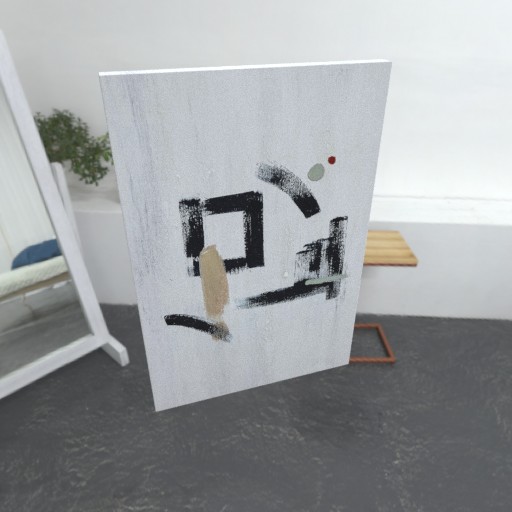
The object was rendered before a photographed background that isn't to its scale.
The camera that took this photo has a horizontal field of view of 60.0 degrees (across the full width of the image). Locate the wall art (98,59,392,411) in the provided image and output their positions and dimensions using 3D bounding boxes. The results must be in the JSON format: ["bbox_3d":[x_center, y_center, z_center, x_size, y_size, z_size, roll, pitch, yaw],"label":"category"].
[{"bbox_3d":[0.000,0.000,1.152,0.624,0.914,0.043,-9,32,-15],"label":"wall art"}]
